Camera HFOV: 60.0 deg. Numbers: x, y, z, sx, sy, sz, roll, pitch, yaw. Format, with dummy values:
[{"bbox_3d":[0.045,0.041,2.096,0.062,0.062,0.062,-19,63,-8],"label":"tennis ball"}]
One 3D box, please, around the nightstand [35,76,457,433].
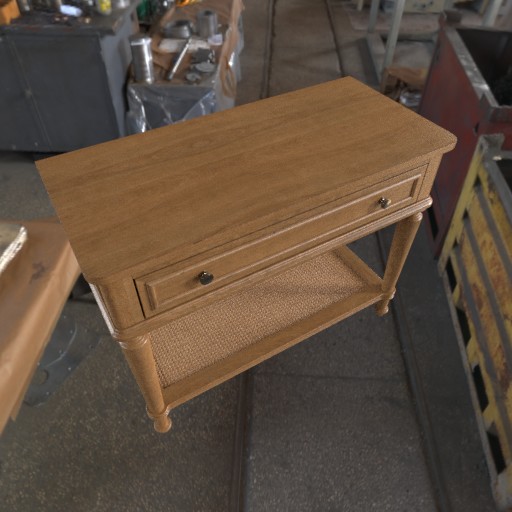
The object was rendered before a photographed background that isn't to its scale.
[{"bbox_3d":[0.000,0.000,1.288,0.914,0.700,0.432,-23,49,-21],"label":"nightstand"}]
